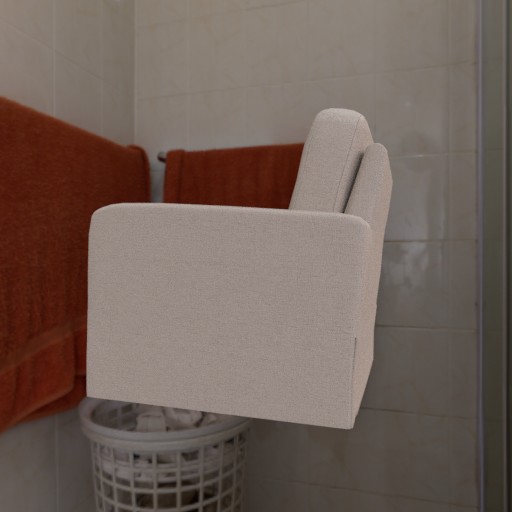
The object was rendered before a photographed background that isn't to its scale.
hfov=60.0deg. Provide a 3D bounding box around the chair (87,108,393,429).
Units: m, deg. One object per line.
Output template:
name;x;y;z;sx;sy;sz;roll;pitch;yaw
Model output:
chair;0.000;0.000;1.531;0.888;0.827;0.755;0;1;19
